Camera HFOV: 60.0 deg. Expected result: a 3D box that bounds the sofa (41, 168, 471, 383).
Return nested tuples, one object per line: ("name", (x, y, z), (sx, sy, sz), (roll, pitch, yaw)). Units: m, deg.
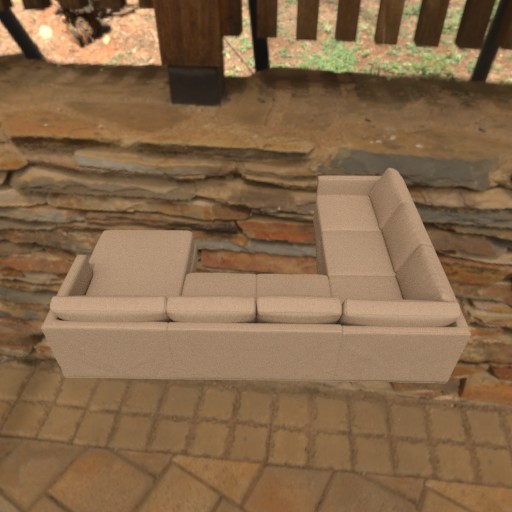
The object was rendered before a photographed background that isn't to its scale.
("sofa", (0.000, 0.000, 4.588), (3.460, 0.882, 2.427), (1, 41, 1))
